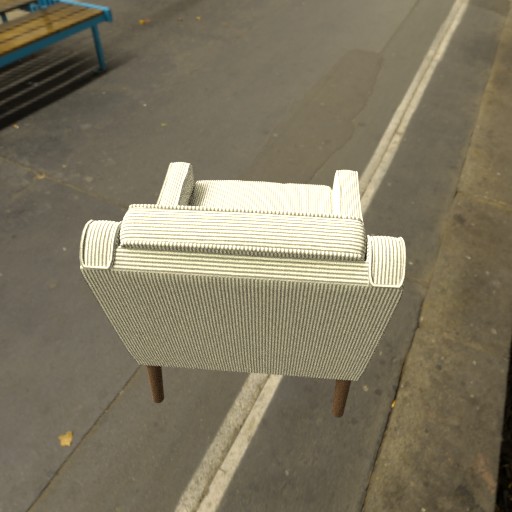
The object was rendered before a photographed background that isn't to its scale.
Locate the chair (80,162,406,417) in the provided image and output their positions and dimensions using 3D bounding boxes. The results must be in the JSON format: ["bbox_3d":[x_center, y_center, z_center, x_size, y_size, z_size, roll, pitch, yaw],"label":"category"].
[{"bbox_3d":[0.000,0.000,1.351,0.663,0.792,0.743,3,46,3],"label":"chair"}]
